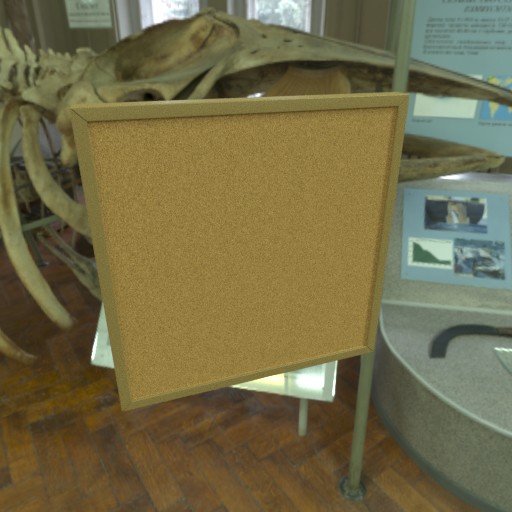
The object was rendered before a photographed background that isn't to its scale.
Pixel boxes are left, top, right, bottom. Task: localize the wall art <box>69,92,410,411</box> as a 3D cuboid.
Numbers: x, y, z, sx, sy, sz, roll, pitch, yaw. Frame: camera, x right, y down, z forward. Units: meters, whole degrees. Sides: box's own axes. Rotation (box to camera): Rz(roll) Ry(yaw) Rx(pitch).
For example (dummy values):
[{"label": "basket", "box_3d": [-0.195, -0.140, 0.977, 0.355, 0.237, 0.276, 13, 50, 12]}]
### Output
[{"label": "wall art", "box_3d": [0.000, 0.000, 0.757, 0.509, 0.509, 0.036, -9, 27, -17]}]
